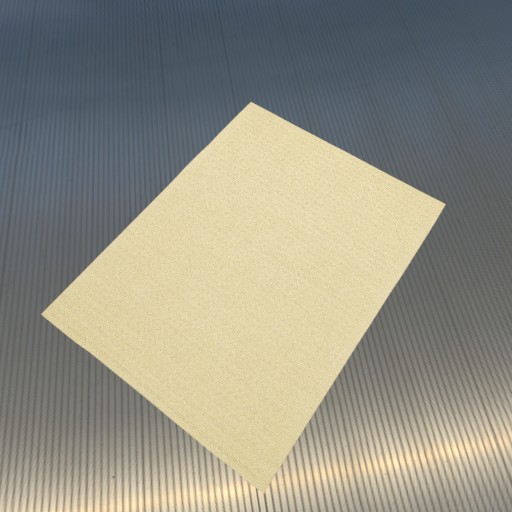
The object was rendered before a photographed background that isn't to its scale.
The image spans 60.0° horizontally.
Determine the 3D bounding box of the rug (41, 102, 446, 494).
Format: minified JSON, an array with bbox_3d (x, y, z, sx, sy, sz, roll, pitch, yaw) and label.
[{"bbox_3d":[0.000,0.000,4.236,2.452,0.016,3.204,33,68,15],"label":"rug"}]
